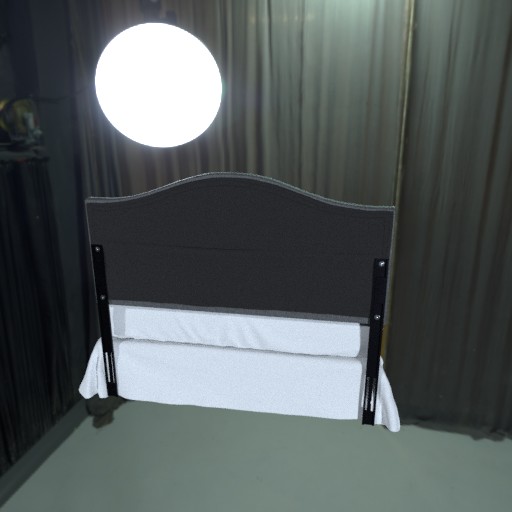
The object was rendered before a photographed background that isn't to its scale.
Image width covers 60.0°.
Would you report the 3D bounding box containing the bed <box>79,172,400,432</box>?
[{"bbox_3d":[0.000,0.000,3.881,2.314,1.651,2.219,3,17,10],"label":"bed"}]
